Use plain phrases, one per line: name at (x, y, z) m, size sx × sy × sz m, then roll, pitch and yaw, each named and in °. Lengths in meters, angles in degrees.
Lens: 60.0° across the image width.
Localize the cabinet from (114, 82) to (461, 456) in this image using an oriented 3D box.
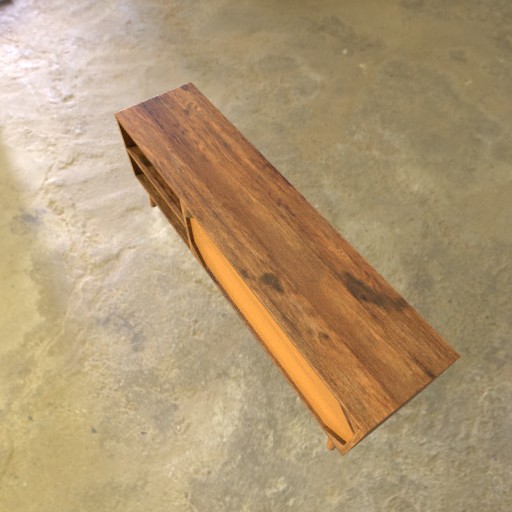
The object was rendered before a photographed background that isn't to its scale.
cabinet at (0.000, 0.000, 1.695) m, size 0.349 × 0.528 × 1.448 m, roll -30°, pitch 62°, yaw -18°
